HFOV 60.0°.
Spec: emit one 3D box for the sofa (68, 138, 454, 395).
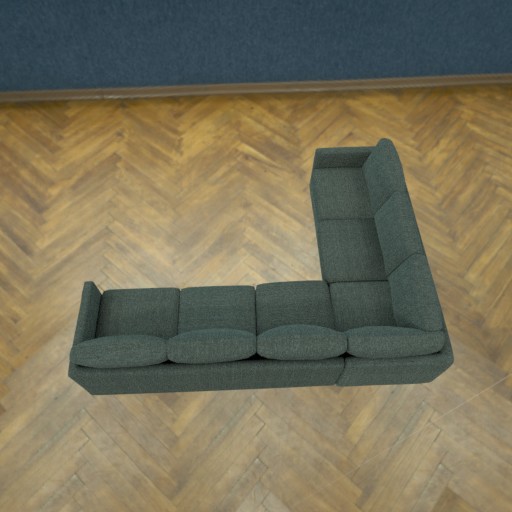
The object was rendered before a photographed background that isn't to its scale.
[{"bbox_3d":[0.000,0.000,4.573,3.302,0.947,2.593,-2,58,-1],"label":"sofa"}]
